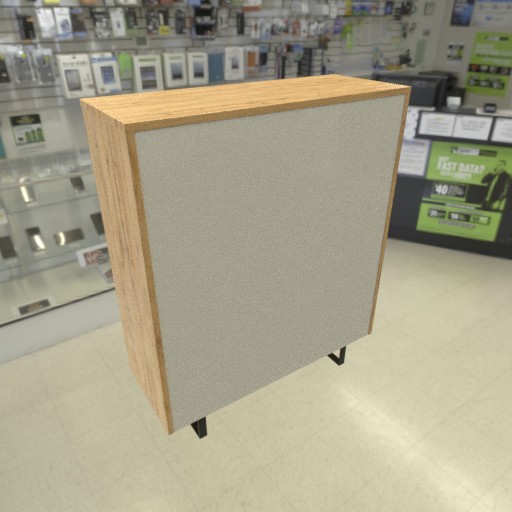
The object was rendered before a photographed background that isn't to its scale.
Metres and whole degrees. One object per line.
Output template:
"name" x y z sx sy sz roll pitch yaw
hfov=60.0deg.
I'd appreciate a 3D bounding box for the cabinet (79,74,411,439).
"cabinet" 0.000 0.000 1.987 1.168 1.397 0.473 -18 34 -29
